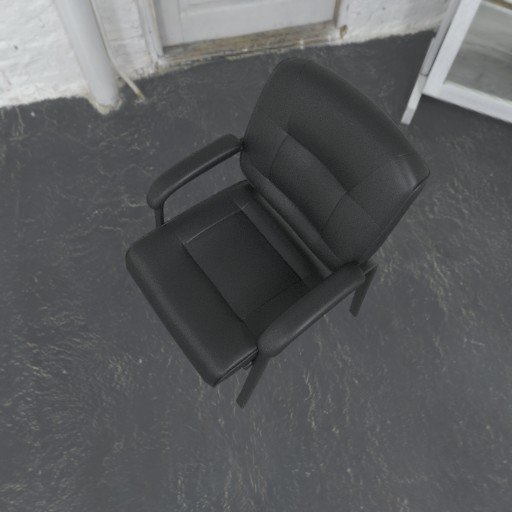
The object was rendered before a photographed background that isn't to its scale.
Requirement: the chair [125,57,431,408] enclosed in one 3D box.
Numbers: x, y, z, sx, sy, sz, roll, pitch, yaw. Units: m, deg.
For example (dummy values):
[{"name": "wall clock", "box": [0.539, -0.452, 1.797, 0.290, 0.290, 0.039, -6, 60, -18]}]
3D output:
[{"name": "chair", "box": [0.000, 0.000, 1.329, 0.668, 0.910, 0.591, -34, 69, -15]}]
